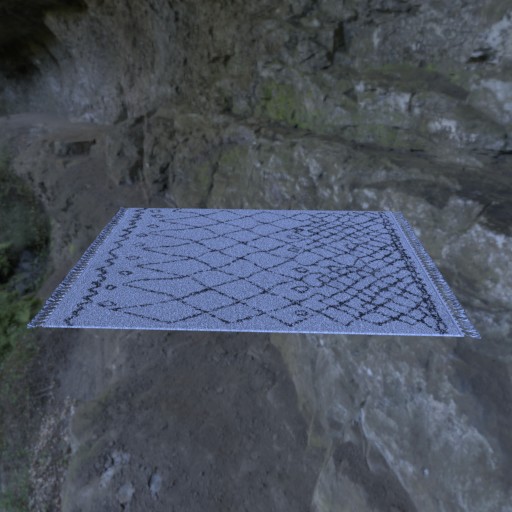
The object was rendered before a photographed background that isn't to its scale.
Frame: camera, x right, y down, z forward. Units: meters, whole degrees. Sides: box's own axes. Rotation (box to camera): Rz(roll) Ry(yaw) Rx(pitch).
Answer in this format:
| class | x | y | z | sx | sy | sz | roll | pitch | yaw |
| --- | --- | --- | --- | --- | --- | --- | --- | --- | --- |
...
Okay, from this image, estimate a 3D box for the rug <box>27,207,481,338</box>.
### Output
| class | x | y | z | sx | sy | sz | roll | pitch | yaw |
| --- | --- | --- | --- | --- | --- | --- | --- | --- | --- |
| rug | 0.000 | 0.000 | 2.958 | 2.312 | 0.017 | 1.613 | 1 | 29 | 2 |
